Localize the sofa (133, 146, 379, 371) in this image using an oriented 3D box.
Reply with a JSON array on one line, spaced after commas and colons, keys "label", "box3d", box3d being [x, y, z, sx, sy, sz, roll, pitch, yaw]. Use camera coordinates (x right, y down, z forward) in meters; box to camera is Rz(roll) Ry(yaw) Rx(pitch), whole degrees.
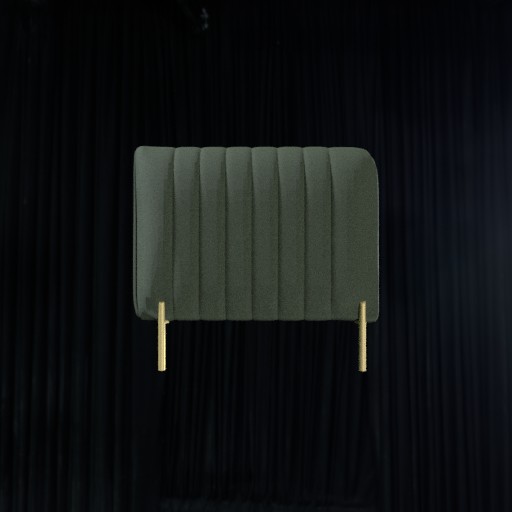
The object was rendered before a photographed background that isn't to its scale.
[{"label": "sofa", "box3d": [0.000, 0.000, 2.566, 0.896, 0.793, 2.137, 0, 0, 1]}]
